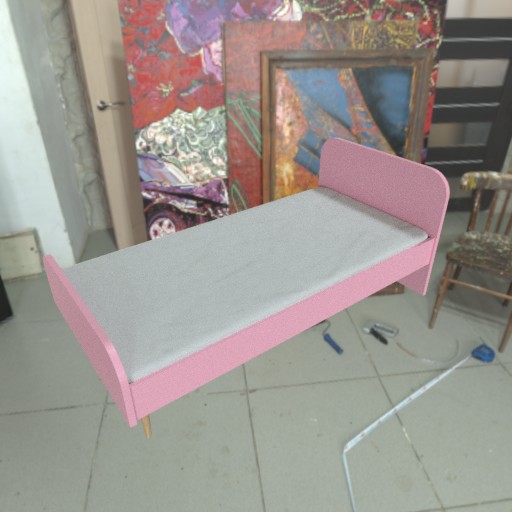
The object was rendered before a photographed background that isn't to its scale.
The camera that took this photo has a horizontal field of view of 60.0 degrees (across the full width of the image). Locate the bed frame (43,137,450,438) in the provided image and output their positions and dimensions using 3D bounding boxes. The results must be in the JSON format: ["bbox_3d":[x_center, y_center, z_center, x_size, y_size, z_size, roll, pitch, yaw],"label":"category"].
[{"bbox_3d":[0.000,0.000,2.462,1.963,0.805,0.998,-21,37,-31],"label":"bed frame"}]
